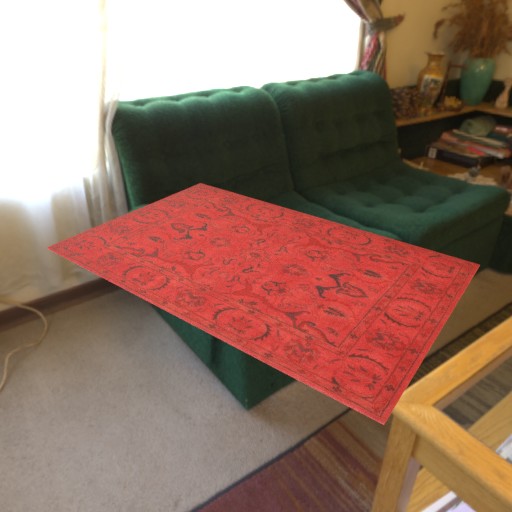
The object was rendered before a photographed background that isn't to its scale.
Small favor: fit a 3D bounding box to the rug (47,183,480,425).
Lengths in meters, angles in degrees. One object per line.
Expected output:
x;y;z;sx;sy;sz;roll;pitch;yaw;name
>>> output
0.000;0.000;2.924;2.423;0.010;1.534;21;36;31;rug
